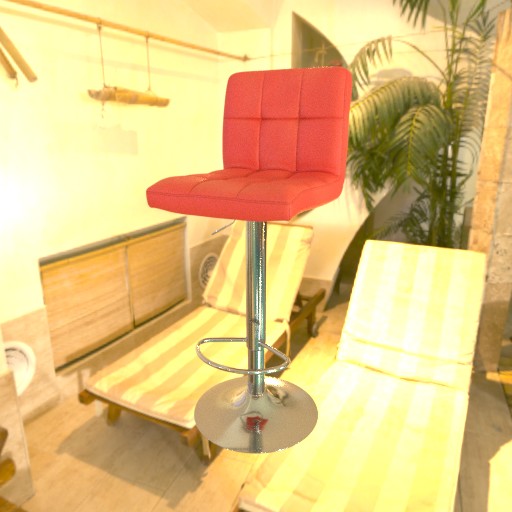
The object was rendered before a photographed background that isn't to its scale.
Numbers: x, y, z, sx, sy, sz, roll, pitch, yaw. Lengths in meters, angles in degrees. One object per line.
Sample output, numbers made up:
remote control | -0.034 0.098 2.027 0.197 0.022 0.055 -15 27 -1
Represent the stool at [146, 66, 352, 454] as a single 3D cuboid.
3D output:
stool | 0.000 0.000 1.366 0.430 1.115 0.505 8 18 25
